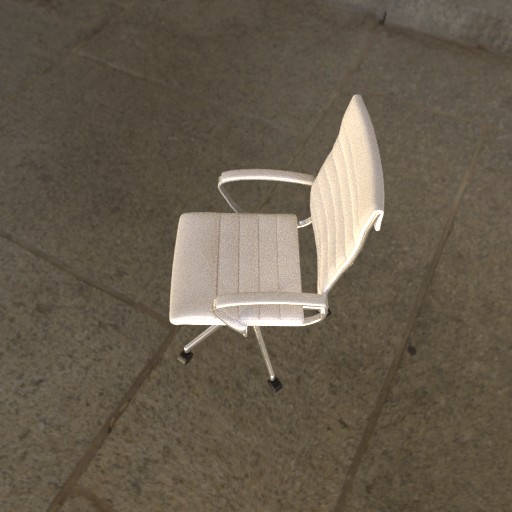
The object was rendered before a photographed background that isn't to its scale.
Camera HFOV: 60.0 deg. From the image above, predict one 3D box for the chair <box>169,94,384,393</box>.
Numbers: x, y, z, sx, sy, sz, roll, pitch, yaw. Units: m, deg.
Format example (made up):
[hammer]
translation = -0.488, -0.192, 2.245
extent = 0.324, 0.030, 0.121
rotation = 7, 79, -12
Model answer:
[chair]
translation = 0.000, 0.000, 1.706
extent = 0.739, 1.149, 0.766
rotation = 0, 59, 0
